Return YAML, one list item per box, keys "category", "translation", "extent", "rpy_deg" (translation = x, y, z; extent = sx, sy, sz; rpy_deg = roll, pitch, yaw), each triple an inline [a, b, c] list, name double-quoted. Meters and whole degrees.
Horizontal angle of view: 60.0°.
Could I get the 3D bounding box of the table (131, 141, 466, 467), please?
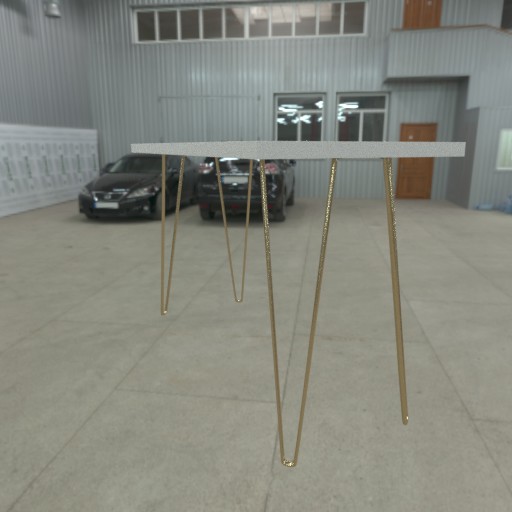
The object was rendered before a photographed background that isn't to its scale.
- category: "table"
  translation: [0.000, 0.000, 1.340]
  extent: [0.498, 0.660, 0.991]
  rpy_deg: [-7, 15, -26]
